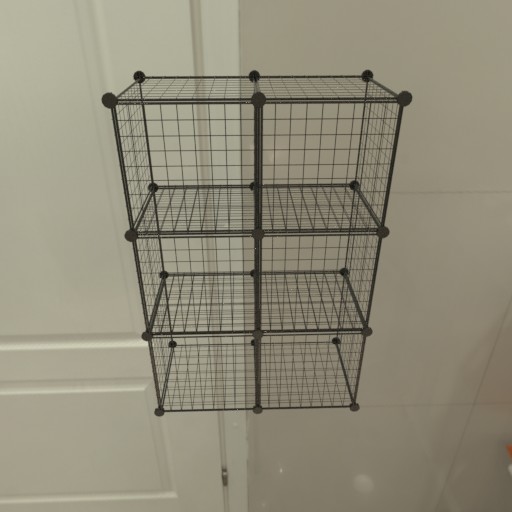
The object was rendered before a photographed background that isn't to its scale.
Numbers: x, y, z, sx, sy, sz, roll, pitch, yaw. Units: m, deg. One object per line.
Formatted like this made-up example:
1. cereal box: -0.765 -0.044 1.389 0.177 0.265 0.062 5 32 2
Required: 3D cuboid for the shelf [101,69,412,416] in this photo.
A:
1. shelf: 0.000 0.000 1.428 0.711 1.067 0.356 -1 30 -2
